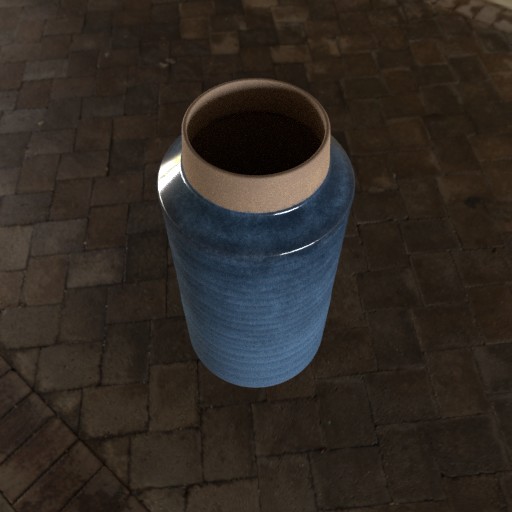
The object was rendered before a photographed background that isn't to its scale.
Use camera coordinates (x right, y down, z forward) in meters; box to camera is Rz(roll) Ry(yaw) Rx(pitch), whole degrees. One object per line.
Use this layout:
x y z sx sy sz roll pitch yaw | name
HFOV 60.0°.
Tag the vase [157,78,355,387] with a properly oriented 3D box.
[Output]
0.000 0.000 0.419 0.163 0.316 0.163 0 57 0 | vase
